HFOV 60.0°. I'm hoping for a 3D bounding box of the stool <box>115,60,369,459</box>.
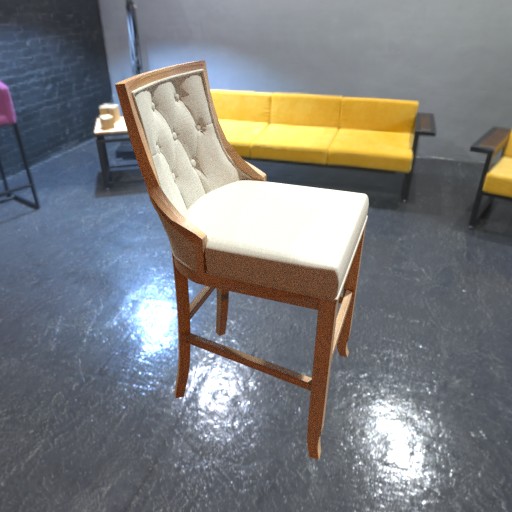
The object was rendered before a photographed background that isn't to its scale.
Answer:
[{"bbox_3d":[0.000,0.000,1.440,0.626,1.101,0.524,11,33,18],"label":"stool"}]
